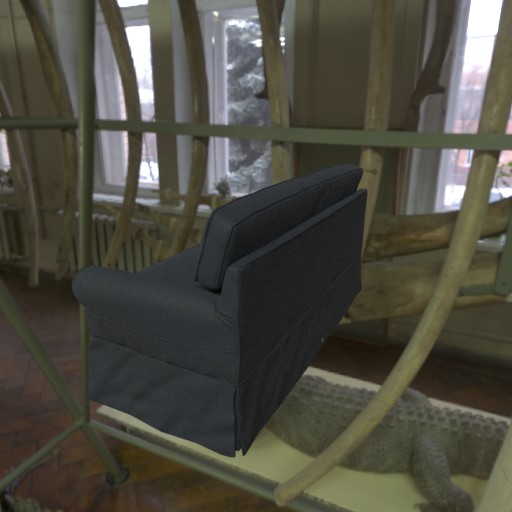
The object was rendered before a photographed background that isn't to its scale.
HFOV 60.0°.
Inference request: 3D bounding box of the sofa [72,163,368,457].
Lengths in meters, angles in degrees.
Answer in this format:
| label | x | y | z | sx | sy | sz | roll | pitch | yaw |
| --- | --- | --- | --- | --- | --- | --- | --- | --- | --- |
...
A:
| label | x | y | z | sx | sy | sz | roll | pitch | yaw |
| --- | --- | --- | --- | --- | --- | --- | --- | --- | --- |
| sofa | 0.000 | 0.000 | 2.909 | 0.983 | 1.094 | 2.256 | 8 | 19 | 25 |
